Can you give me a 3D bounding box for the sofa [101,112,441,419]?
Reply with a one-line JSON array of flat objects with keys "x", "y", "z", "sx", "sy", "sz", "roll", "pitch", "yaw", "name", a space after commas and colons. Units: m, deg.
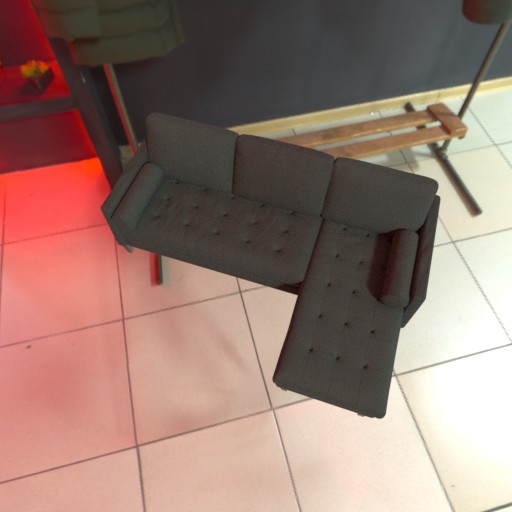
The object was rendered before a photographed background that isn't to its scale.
[{"x": 0.000, "y": 0.000, "z": 2.975, "sx": 2.178, "sy": 0.876, "sz": 1.506, "roll": 16, "pitch": 61, "yaw": 9, "name": "sofa"}]
